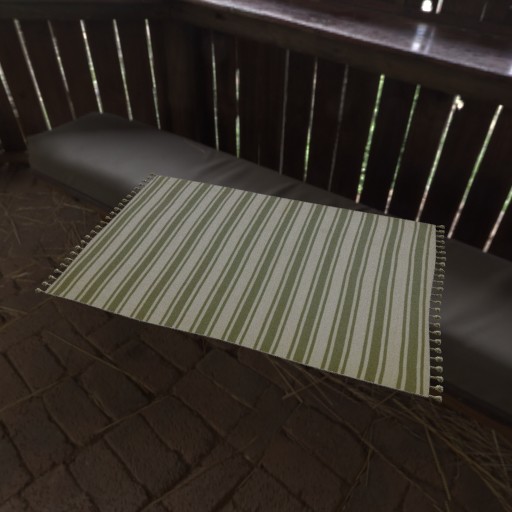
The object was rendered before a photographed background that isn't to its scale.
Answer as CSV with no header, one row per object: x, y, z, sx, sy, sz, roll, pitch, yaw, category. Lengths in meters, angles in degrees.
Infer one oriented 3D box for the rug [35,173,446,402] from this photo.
0.000,0.000,2.306,1.875,0.013,1.162,12,42,14,rug
